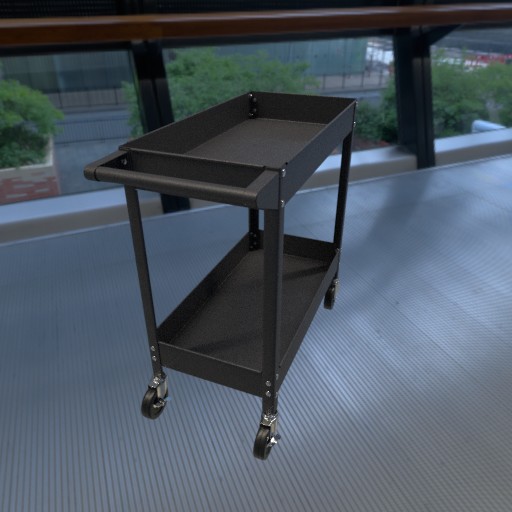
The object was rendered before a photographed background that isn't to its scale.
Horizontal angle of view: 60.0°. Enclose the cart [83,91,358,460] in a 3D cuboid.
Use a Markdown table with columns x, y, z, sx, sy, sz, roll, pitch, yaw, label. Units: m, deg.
| x | y | z | sx | sy | sz | roll | pitch | yaw | label |
| --- | --- | --- | --- | --- | --- | --- | --- | --- | --- |
| 0.000 | 0.000 | 1.208 | 0.366 | 0.719 | 0.779 | 12 | 32 | 19 | cart |
